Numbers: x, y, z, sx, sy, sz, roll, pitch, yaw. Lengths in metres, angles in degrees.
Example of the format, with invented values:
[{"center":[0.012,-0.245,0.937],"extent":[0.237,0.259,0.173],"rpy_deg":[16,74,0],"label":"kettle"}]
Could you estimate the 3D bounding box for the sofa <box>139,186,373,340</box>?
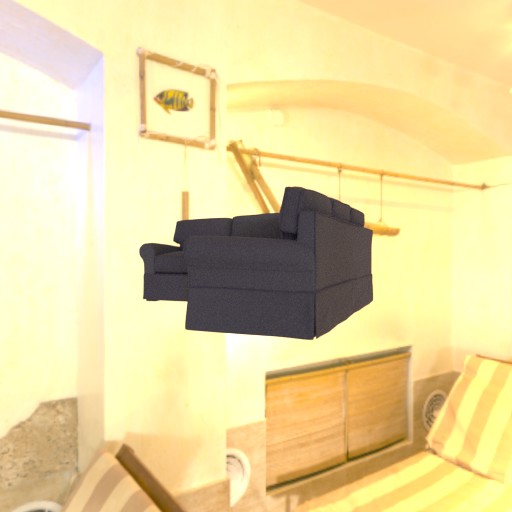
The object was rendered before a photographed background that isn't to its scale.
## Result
[{"center":[0.000,0.000,5.063],"extent":[2.874,1.169,3.773],"rpy_deg":[0,1,-36],"label":"sofa"}]
